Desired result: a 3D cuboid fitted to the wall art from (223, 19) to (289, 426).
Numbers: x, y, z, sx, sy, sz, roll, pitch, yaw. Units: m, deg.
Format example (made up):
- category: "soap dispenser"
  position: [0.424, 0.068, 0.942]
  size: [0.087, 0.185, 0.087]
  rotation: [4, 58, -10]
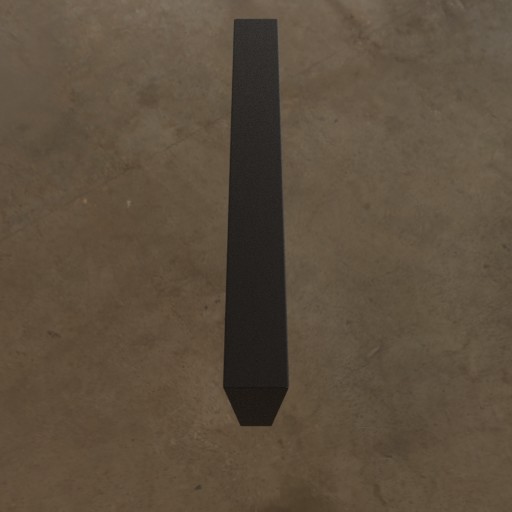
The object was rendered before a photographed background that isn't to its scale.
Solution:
- category: "wall art"
  position: [0.000, 0.000, 0.451]
  size: [0.037, 0.305, 0.305]
  rotation: [0, 65, 0]
